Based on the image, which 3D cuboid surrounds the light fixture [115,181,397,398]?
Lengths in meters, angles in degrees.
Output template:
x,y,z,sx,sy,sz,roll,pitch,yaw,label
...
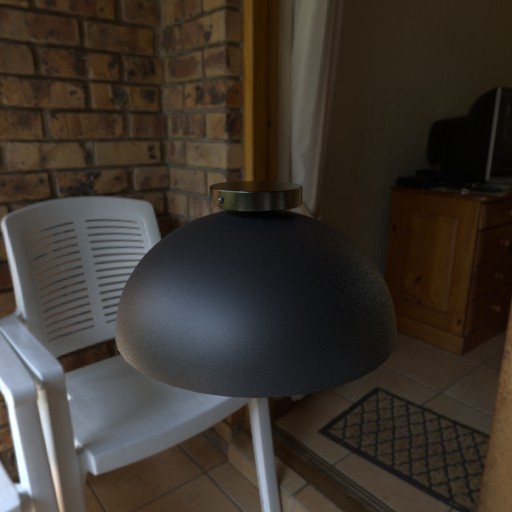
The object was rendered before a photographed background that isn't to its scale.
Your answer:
x,y,z,sx,sy,sz,roll,pitch,yaw,label
0.000,0.000,0.561,0.355,0.177,0.355,0,16,0,light fixture
